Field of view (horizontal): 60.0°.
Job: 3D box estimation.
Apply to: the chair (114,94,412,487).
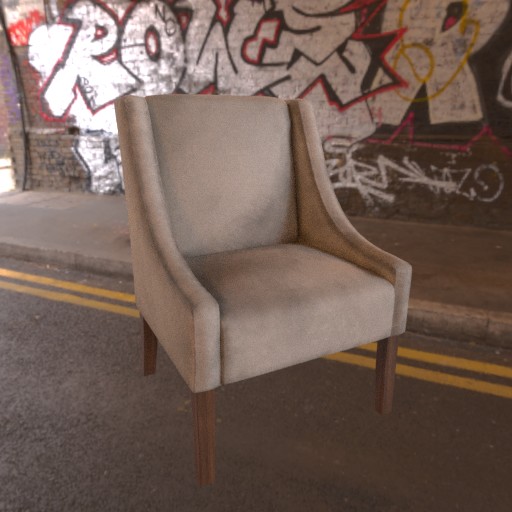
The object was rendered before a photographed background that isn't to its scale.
[{"bbox_3d":[0.000,0.000,1.283,0.629,0.895,0.629,-9,19,-26],"label":"chair"}]
